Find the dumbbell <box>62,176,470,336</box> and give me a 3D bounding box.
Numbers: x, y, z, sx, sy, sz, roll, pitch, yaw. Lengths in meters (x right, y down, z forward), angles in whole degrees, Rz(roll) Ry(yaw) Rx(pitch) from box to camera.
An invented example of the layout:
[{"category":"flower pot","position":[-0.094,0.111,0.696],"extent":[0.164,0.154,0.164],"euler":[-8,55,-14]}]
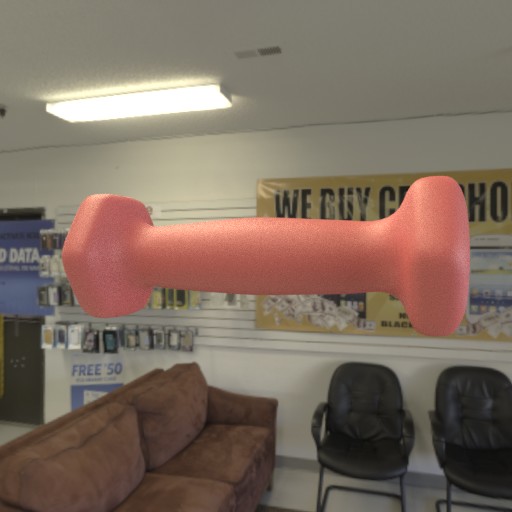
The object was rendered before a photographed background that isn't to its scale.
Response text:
[{"category":"dumbbell","position":[0.000,0.000,0.142],"extent":[0.123,0.043,0.047],"euler":[0,0,19]}]
